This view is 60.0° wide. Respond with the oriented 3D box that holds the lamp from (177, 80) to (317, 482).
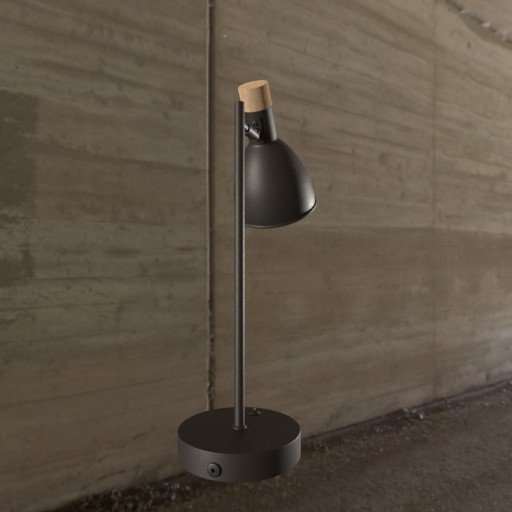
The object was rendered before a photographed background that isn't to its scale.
[{"bbox_3d":[0.000,0.000,0.609,0.152,0.483,0.287,0,0,19],"label":"lamp"}]
